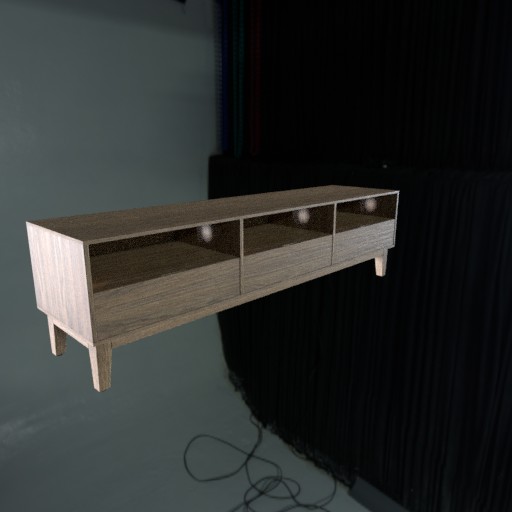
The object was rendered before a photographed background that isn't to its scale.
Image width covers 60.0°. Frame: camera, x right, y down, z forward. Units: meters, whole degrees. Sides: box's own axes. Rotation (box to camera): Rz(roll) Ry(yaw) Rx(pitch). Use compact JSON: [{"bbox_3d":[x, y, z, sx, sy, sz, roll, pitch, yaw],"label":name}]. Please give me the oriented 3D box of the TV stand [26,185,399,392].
[{"bbox_3d":[0.000,0.000,1.692,0.366,0.409,1.482,14,20,43],"label":"TV stand"}]
